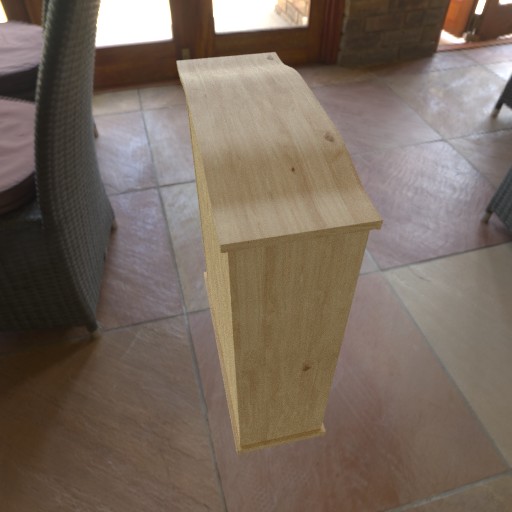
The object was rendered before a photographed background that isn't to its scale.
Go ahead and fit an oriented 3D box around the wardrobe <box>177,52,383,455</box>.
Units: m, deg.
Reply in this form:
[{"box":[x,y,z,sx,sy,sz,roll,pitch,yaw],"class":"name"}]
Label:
[{"box":[0.000,0.000,2.604,0.570,1.870,1.500,-9,46,-9],"class":"wardrobe"}]
